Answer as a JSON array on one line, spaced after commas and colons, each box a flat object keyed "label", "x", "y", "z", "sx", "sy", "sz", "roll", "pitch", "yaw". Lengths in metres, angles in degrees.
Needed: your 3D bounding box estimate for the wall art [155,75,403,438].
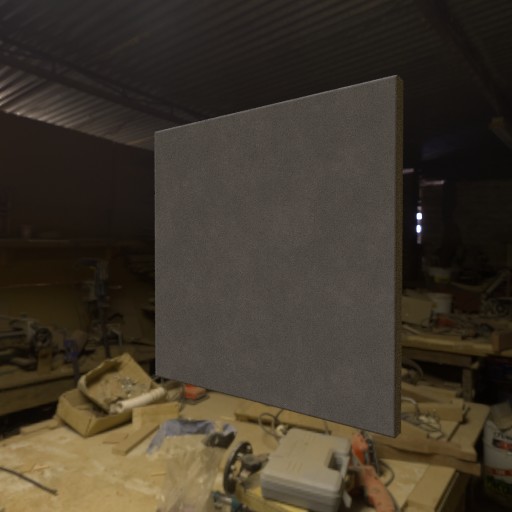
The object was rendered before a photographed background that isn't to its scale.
[{"label": "wall art", "x": 0.000, "y": 0.000, "z": 0.465, "sx": 0.303, "sy": 0.303, "sz": 0.015, "roll": 1, "pitch": 1, "yaw": 37}]
